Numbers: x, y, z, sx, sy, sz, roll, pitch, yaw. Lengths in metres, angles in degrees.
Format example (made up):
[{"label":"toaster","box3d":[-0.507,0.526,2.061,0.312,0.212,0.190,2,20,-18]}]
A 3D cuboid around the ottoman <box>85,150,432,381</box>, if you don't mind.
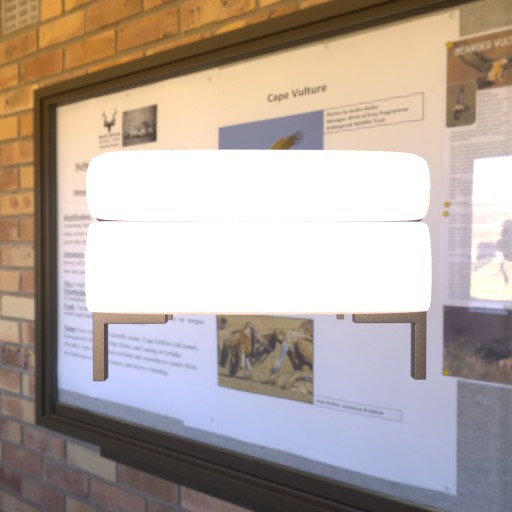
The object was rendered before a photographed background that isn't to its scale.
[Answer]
[{"label":"ottoman","box3d":[0.000,0.000,1.190,0.657,0.453,0.794,0,1,-1]}]
